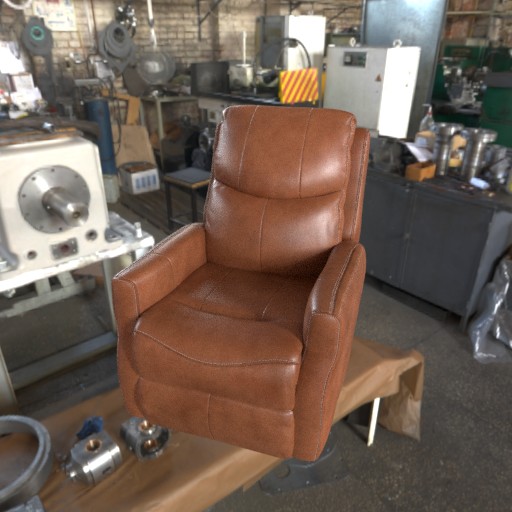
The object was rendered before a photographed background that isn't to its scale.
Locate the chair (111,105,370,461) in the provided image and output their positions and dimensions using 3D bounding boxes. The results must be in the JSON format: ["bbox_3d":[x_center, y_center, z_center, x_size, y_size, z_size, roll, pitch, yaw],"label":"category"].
[{"bbox_3d":[0.000,0.000,1.723,0.821,1.016,1.072,8,27,16],"label":"chair"}]
